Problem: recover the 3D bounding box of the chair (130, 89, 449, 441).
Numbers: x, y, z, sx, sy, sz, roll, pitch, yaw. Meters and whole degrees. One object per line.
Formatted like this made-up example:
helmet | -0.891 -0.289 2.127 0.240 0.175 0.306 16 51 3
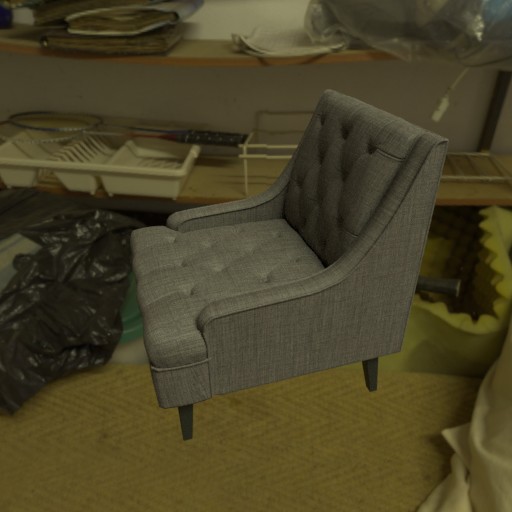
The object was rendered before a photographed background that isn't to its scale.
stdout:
chair | 0.000 0.000 1.425 0.771 0.891 0.655 -9 32 -15
